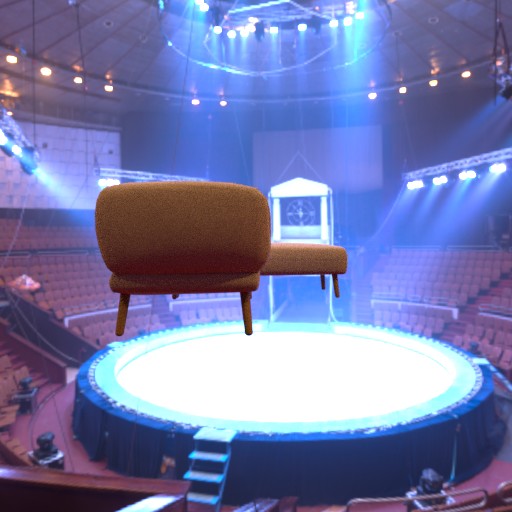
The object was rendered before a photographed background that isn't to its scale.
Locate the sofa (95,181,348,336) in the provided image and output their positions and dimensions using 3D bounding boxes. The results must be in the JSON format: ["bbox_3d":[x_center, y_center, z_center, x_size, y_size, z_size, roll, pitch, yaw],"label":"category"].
[{"bbox_3d":[0.000,0.000,3.296,1.610,0.730,2.660,0,1,-1],"label":"sofa"}]
